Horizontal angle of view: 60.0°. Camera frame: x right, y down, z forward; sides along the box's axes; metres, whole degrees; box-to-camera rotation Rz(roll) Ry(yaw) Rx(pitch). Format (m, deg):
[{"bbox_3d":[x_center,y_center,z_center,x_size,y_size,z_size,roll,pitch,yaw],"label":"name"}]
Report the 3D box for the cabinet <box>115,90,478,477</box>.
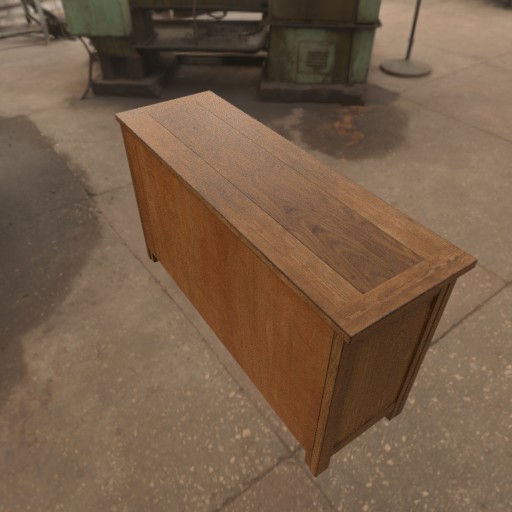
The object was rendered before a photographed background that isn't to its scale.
[{"bbox_3d":[0.000,0.000,1.839,0.480,0.813,1.474,-24,47,-25],"label":"cabinet"}]
